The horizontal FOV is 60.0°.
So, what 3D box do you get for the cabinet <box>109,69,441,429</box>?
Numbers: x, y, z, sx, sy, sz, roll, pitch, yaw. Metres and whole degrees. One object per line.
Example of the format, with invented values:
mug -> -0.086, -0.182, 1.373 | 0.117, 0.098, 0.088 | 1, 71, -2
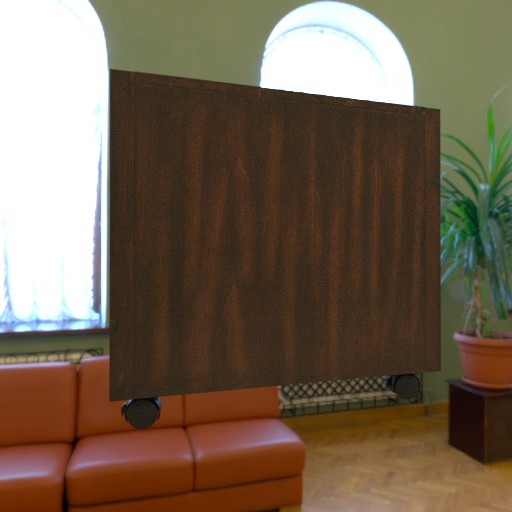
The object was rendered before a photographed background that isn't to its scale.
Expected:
cabinet -> 0.000, 0.000, 0.806 | 0.500, 0.455, 0.402 | 0, 0, -18
